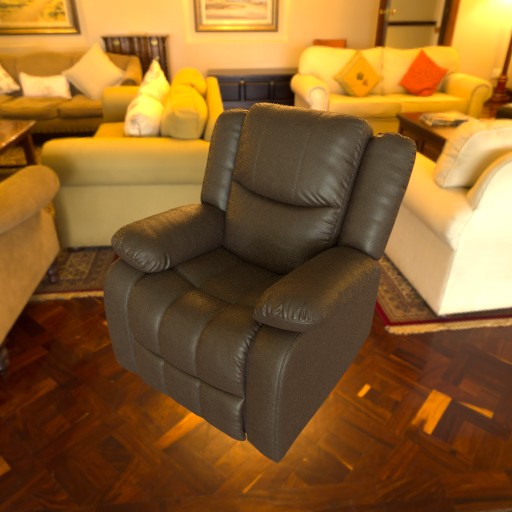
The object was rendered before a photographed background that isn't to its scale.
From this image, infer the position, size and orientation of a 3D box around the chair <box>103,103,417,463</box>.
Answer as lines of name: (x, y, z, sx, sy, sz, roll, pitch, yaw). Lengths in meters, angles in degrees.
chair: (0.000, 0.000, 1.720, 0.899, 1.009, 0.934, 20, 35, 30)
